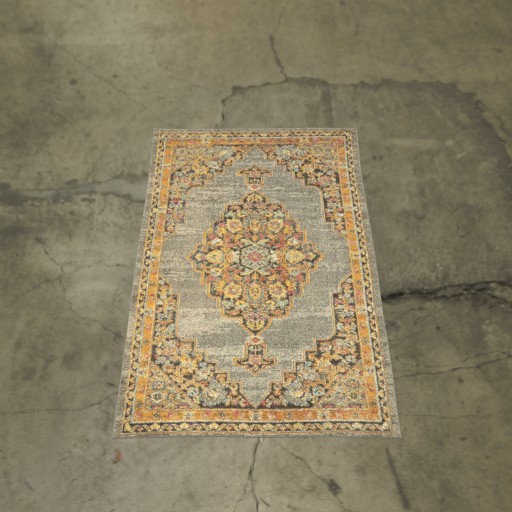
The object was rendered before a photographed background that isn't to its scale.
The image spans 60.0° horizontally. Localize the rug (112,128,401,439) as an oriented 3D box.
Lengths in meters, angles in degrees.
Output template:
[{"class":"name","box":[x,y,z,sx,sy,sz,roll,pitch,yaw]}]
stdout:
[{"class":"rug","box":[0.000,0.000,3.992,2.158,0.024,3.063,0,62,0]}]
